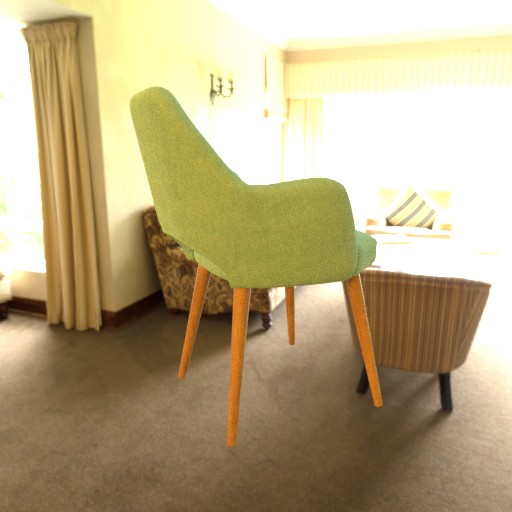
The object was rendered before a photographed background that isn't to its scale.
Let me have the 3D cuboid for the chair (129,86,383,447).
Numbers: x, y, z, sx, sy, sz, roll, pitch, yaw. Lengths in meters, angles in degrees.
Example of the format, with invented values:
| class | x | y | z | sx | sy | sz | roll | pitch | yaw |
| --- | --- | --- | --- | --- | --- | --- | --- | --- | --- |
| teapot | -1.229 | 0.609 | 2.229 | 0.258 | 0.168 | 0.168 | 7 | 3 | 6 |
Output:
| class | x | y | z | sx | sy | sz | roll | pitch | yaw |
| --- | --- | --- | --- | --- | --- | --- | --- | --- | --- |
| chair | 0.000 | 0.000 | 1.231 | 0.610 | 0.840 | 0.590 | -7 | 15 | -27 |
